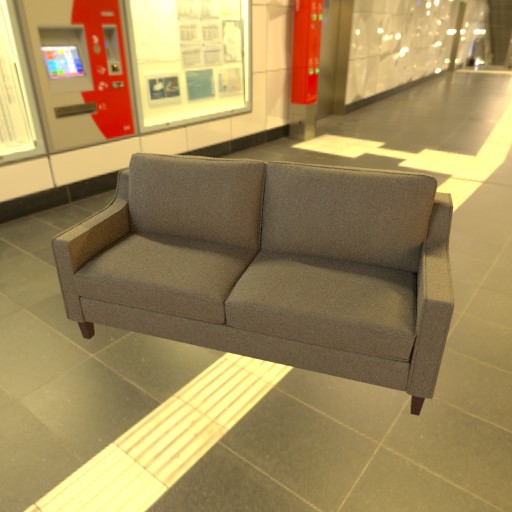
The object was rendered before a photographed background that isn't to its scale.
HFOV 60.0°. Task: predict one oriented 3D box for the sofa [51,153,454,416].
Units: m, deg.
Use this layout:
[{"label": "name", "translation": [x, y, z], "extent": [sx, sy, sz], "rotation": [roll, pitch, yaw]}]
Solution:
[{"label": "sofa", "translation": [0.000, 0.000, 2.748], "extent": [2.181, 1.074, 1.073], "rotation": [9, 28, 16]}]
